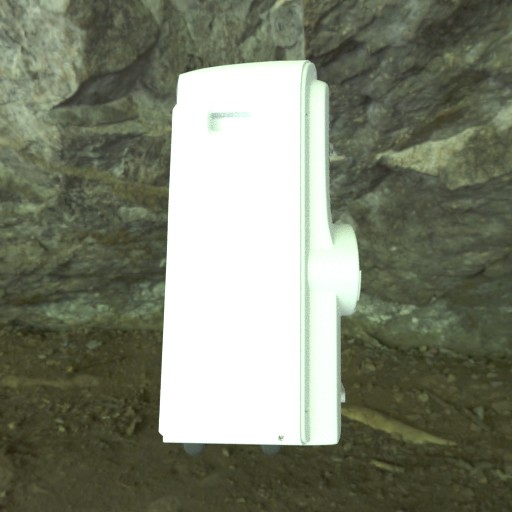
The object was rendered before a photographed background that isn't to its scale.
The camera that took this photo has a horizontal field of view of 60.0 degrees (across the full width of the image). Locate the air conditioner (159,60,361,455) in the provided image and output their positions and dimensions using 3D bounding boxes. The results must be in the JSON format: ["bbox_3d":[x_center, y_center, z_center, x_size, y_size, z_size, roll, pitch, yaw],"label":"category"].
[{"bbox_3d":[0.000,0.000,0.956,0.365,0.700,0.454,0,-1,0],"label":"air conditioner"}]
